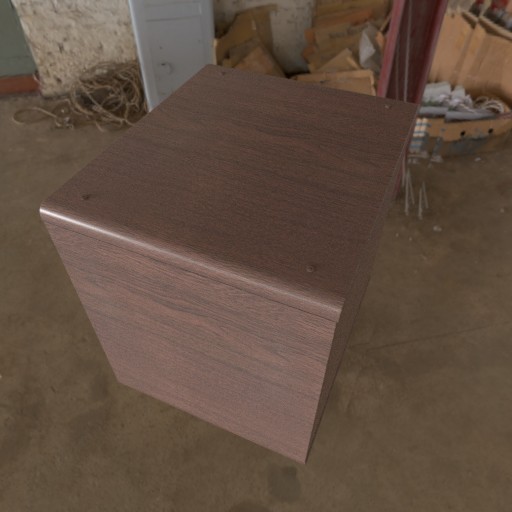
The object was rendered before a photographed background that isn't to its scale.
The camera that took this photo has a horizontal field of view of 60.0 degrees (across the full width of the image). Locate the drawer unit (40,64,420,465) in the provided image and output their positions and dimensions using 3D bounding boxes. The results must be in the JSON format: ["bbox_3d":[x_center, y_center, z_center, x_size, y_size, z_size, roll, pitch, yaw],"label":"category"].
[{"bbox_3d":[0.000,0.000,0.598,0.290,0.344,0.344,18,49,16],"label":"drawer unit"}]
